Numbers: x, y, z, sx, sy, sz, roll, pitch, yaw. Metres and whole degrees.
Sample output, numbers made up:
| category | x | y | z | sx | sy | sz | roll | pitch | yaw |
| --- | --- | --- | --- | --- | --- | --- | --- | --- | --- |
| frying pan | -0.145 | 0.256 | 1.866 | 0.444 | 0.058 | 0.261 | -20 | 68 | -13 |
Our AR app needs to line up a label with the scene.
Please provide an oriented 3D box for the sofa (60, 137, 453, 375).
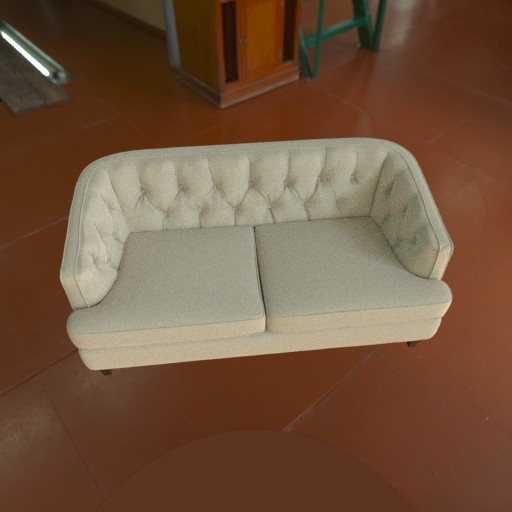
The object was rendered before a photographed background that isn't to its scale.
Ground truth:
| category | x | y | z | sx | sy | sz | roll | pitch | yaw |
| --- | --- | --- | --- | --- | --- | --- | --- | --- | --- |
| sofa | 0.000 | 0.000 | 2.298 | 1.733 | 0.855 | 0.941 | -4 | 47 | -4 |
